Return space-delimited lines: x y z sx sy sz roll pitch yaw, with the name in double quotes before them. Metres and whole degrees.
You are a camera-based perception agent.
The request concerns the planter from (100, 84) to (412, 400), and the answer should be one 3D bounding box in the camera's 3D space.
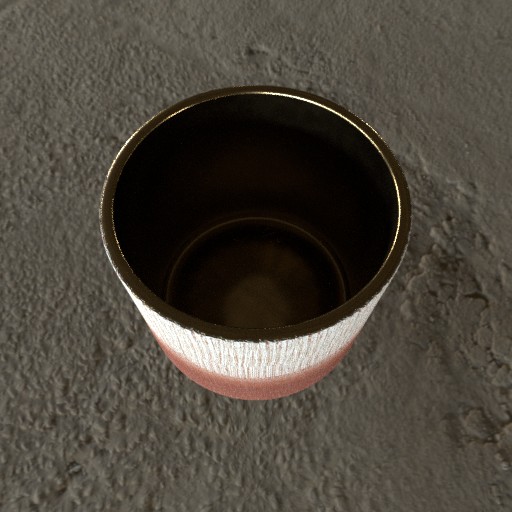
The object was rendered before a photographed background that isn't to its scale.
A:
"planter" 0.000 0.000 0.453 0.254 0.221 0.254 0 62 0
